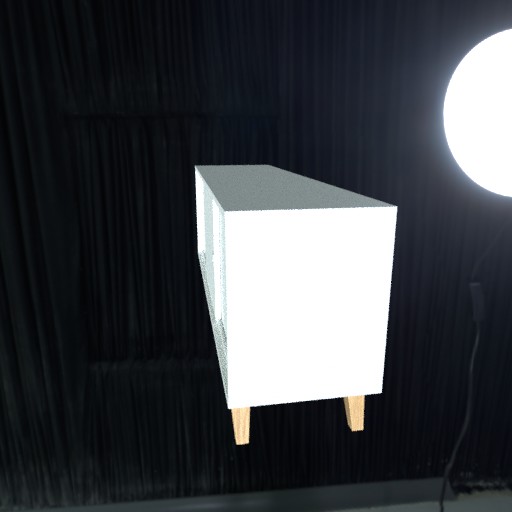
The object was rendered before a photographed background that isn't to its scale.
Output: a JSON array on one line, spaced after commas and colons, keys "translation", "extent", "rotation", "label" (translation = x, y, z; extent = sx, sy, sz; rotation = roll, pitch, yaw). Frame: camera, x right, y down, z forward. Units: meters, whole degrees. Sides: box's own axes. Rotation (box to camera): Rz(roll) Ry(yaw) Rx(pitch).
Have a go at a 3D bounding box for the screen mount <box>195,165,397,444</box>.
[{"translation": [0.000, 0.000, 1.778], "extent": [0.400, 0.619, 1.490], "rotation": [-3, 16, -10], "label": "screen mount"}]
